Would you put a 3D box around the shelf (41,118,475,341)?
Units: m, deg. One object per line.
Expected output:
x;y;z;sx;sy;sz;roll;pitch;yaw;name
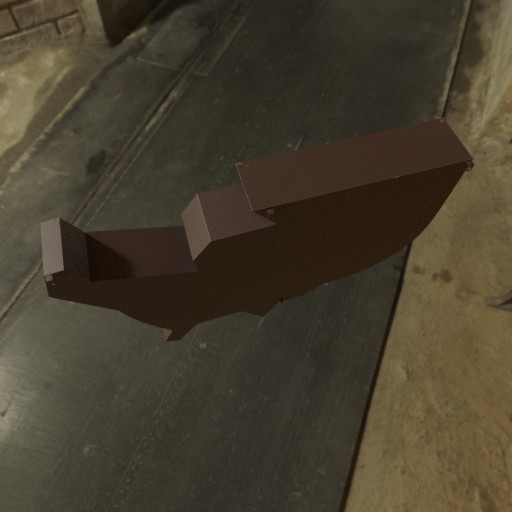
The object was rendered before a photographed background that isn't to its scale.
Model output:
0.000;0.000;0.897;0.729;0.439;0.112;-14;61;-8;shelf
